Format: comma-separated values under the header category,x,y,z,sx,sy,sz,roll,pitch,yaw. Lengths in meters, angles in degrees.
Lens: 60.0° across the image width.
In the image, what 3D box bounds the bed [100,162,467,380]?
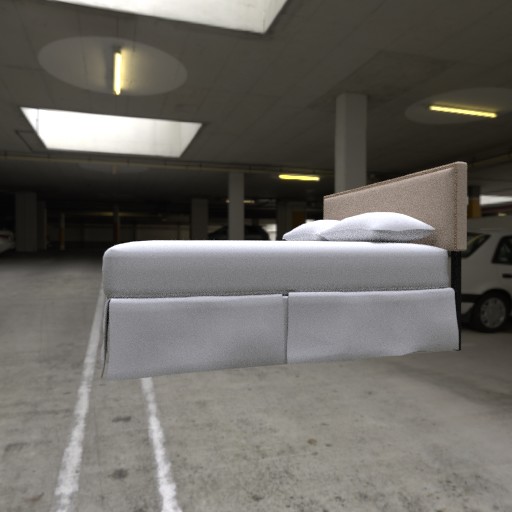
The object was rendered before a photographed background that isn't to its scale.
category,x,y,z,sx,sy,sz,roll,pitch,yaw
bed,0.000,0.000,2.846,1.876,1.016,1.616,0,1,-18
